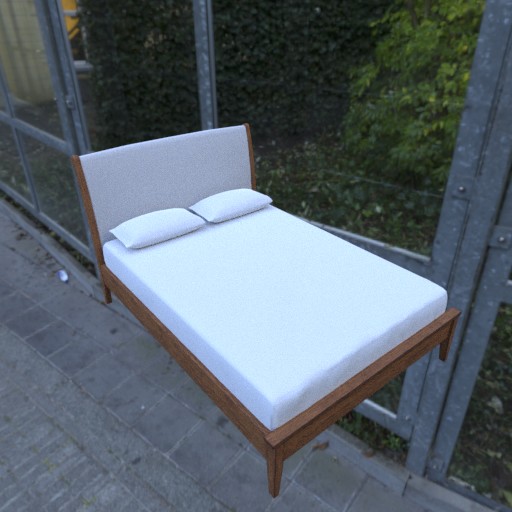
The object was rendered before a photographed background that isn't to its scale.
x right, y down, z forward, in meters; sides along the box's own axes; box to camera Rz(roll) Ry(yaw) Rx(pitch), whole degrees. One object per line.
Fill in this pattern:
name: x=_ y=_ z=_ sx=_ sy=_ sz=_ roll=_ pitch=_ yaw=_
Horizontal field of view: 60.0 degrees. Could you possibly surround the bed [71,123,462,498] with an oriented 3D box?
bed: x=0.000 y=0.000 z=2.888 sx=1.502 sy=1.135 sz=2.108 roll=-22 pitch=36 yaw=-33
